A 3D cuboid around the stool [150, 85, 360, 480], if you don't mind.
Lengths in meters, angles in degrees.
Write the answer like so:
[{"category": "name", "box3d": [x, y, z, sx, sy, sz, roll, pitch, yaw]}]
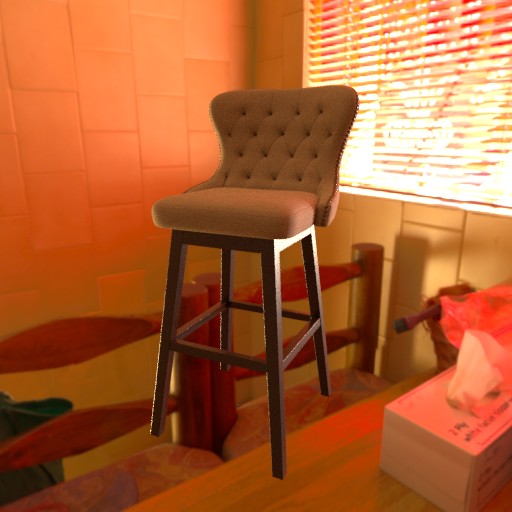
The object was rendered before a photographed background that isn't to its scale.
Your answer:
[{"category": "stool", "box3d": [0.000, 0.000, 1.424, 0.528, 1.066, 0.605, 7, 17, 24]}]
